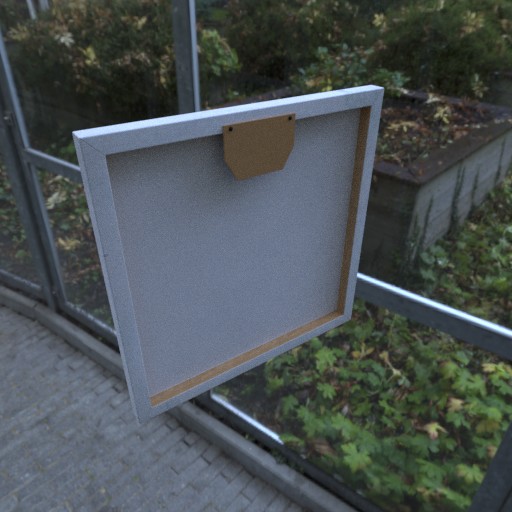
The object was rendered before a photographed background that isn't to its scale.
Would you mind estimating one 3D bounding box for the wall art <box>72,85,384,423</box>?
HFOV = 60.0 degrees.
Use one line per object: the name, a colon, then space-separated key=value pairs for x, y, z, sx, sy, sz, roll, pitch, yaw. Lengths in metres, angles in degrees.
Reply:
wall art: x=0.000 y=0.000 z=0.921 sx=0.605 sy=0.605 sz=0.044 roll=-19 pitch=37 yaw=-28
